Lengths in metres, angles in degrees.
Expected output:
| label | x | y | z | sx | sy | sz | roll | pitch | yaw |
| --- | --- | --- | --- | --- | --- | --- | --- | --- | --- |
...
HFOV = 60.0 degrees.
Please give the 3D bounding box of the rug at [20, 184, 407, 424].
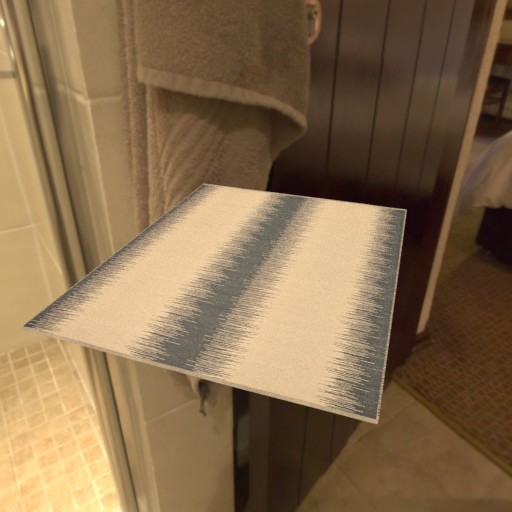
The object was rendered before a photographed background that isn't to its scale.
| label | x | y | z | sx | sy | sz | roll | pitch | yaw |
| --- | --- | --- | --- | --- | --- | --- | --- | --- | --- |
| rug | 0.000 | 0.000 | 3.982 | 2.453 | 0.004 | 3.037 | 10 | 31 | 17 |
